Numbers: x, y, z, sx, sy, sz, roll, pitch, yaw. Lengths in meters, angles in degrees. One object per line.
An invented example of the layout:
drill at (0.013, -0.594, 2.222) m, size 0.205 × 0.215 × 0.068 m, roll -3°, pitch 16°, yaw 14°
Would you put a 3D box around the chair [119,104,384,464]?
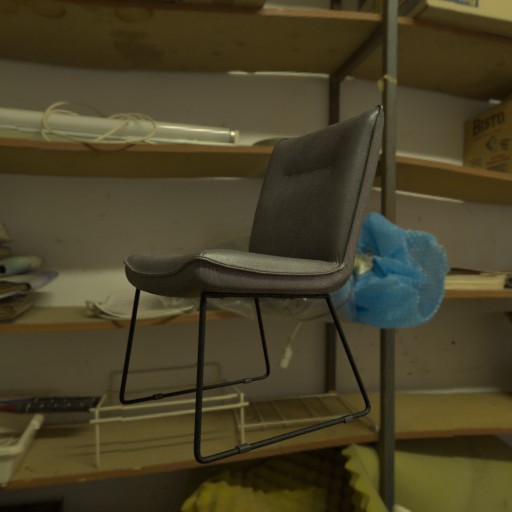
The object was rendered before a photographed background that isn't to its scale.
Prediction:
chair at (0.000, 0.000, 1.370) m, size 0.688 × 0.932 × 0.515 m, roll 1°, pitch -1°, yaw -36°
